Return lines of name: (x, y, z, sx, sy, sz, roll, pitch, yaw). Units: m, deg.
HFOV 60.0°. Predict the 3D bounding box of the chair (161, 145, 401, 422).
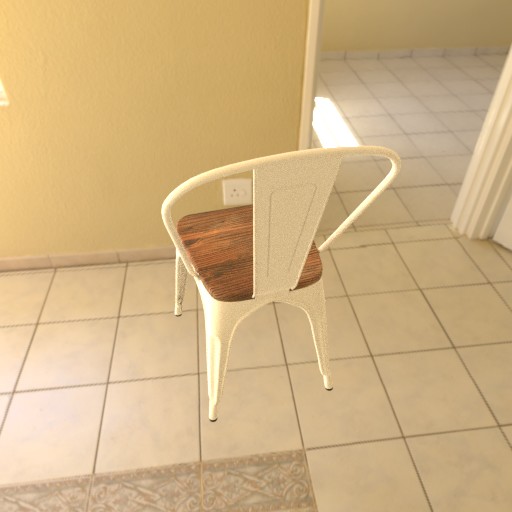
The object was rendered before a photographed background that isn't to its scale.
chair: (0.000, 0.000, 1.156, 0.452, 0.851, 0.521, -11, 42, -12)
